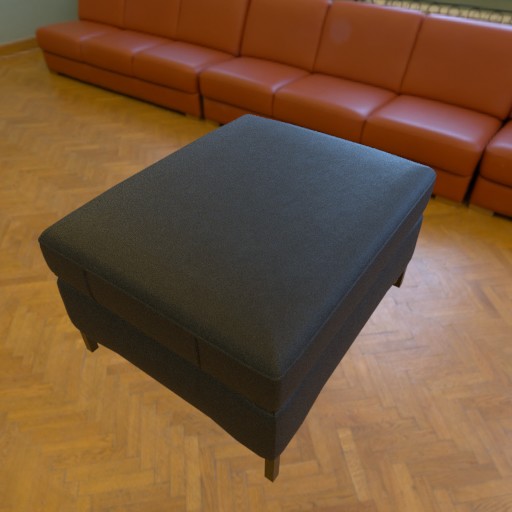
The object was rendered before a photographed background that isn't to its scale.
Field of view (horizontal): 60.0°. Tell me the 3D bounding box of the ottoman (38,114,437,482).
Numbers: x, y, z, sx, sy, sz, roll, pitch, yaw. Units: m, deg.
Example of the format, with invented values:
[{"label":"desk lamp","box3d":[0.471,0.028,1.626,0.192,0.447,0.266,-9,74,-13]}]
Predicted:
[{"label":"ottoman","box3d":[0.000,0.000,1.776,0.967,0.696,1.187,25,47,26]}]
